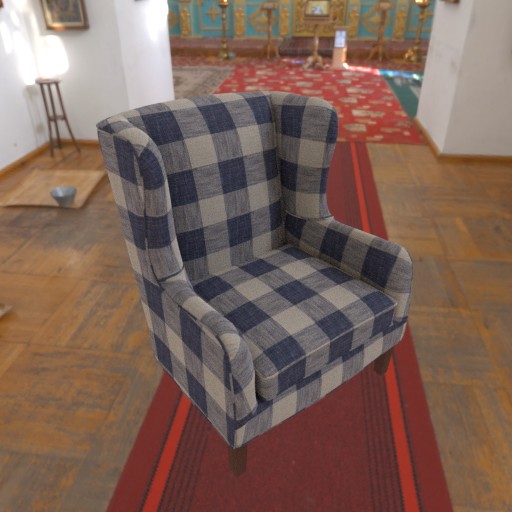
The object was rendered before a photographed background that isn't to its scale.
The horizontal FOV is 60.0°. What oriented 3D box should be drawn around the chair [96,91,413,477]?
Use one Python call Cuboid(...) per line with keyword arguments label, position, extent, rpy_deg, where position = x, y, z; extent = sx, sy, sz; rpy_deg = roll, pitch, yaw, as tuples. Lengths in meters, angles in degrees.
Cuboid(label="chair", position=(0.000, 0.000, 1.672), extent=(0.830, 1.041, 0.889), rpy_deg=(-22, 37, -32))
